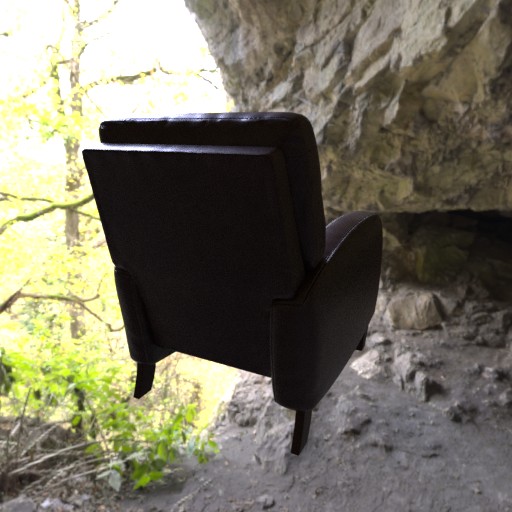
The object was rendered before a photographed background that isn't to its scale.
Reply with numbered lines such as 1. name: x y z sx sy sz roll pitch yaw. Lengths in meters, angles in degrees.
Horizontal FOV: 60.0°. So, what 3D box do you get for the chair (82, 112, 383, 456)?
1. chair: 0.000 0.000 1.637 0.762 0.990 0.990 8 18 26
